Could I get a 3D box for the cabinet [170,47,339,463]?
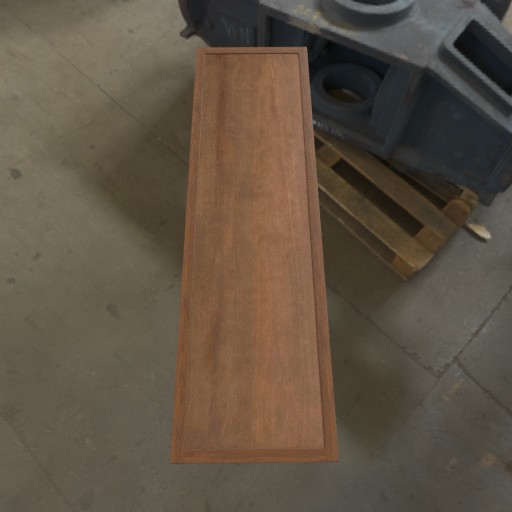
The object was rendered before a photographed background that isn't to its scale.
[{"bbox_3d":[0.000,0.000,2.032,0.522,0.820,1.708,0,66,0],"label":"cabinet"}]
